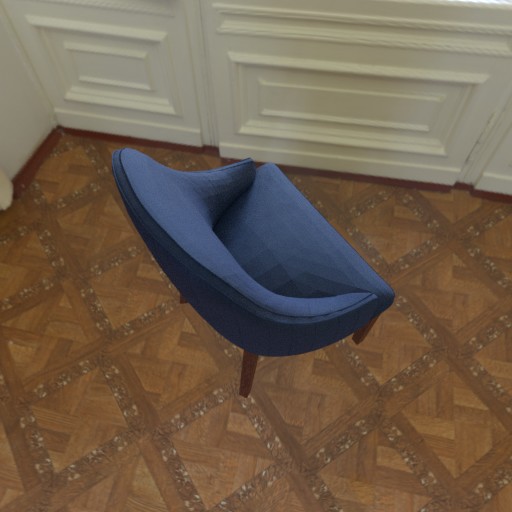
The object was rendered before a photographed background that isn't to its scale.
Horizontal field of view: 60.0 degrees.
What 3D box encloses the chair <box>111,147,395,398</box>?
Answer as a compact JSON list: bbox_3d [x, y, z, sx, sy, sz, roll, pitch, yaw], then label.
[{"bbox_3d":[0.000,0.000,1.288,0.575,0.889,0.643,-30,64,-17],"label":"chair"}]
